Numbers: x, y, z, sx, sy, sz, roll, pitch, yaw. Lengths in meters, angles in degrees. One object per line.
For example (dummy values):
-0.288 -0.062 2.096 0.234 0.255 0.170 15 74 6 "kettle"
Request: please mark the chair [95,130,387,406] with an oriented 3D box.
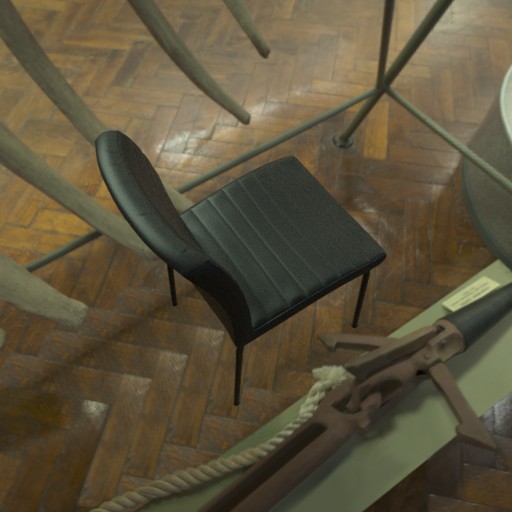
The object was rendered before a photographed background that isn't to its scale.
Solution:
0.000 0.000 1.210 0.572 0.872 0.450 -30 63 -17 "chair"
